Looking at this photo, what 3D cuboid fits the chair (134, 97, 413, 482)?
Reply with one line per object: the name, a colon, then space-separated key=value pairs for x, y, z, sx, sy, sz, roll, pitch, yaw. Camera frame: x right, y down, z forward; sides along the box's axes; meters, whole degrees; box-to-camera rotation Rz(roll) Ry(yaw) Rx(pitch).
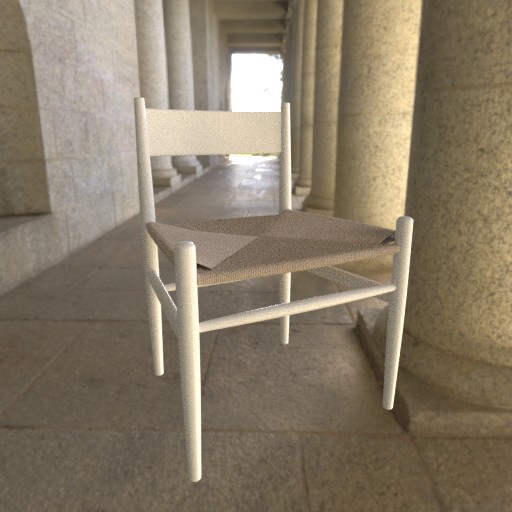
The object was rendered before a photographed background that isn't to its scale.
chair: x=0.000 y=0.000 z=1.107 sx=0.556 sy=0.762 sz=0.495 roll=-8 pitch=18 yaw=-26
